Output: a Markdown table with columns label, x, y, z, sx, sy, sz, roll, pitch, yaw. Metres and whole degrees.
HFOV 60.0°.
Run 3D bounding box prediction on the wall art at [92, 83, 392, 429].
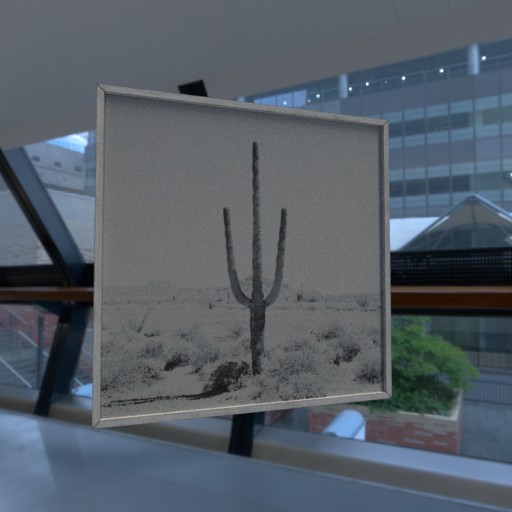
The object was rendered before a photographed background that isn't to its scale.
| label | x | y | z | sx | sy | sz | roll | pitch | yaw |
| --- | --- | --- | --- | --- | --- | --- | --- | --- | --- |
| wall art | 0.000 | 0.000 | 1.113 | 0.762 | 0.762 | 0.038 | 1 | -2 | -18 |
